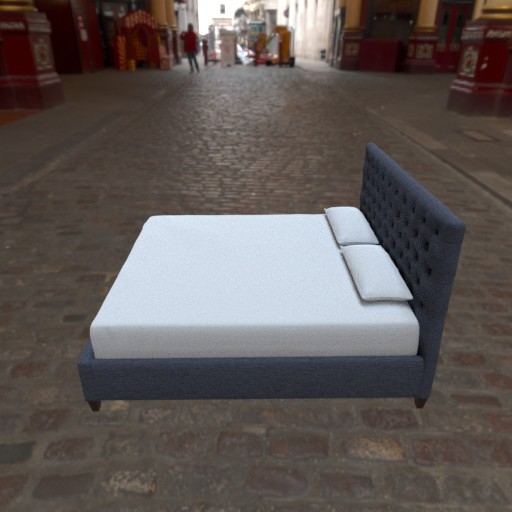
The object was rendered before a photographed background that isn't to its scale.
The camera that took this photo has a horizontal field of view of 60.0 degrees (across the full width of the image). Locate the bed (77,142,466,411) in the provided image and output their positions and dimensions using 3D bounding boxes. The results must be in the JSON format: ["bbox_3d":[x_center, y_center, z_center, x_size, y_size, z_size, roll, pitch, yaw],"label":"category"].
[{"bbox_3d":[0.000,0.000,3.689,2.387,1.427,2.078,0,27,-1],"label":"bed"}]
